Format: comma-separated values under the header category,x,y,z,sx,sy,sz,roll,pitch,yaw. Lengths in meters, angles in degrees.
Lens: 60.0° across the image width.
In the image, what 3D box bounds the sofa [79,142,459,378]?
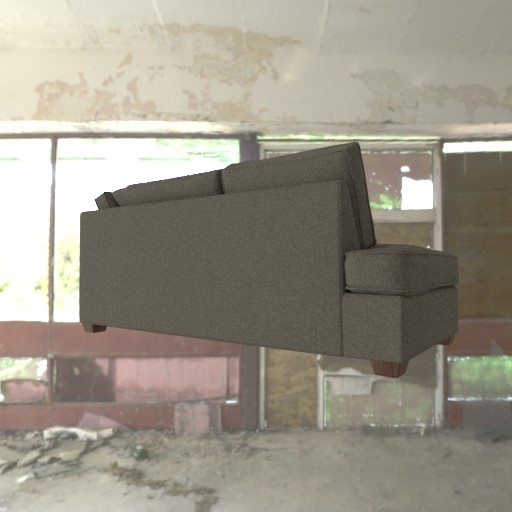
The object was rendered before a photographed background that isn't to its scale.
category,x,y,z,sx,sy,sz,roll,pitch,yaw
sofa,0.000,0.000,2.829,2.237,1.033,1.110,-1,-1,36
